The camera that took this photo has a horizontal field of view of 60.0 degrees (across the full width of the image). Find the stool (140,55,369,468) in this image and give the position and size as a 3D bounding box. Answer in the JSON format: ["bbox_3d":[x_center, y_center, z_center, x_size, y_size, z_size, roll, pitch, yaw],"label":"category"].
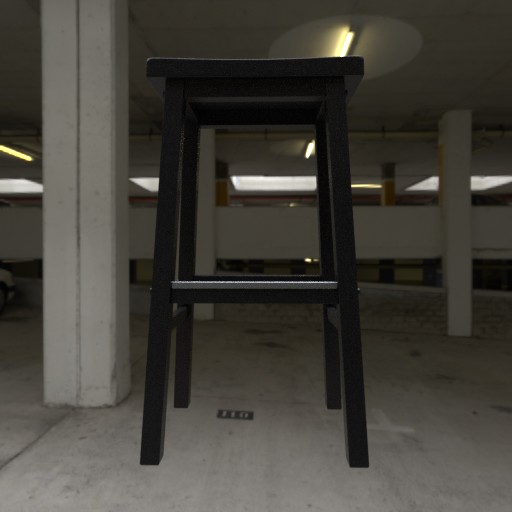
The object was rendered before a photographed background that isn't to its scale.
[{"bbox_3d":[0.000,0.000,0.939,0.406,0.742,0.322,0,1,1],"label":"stool"}]
